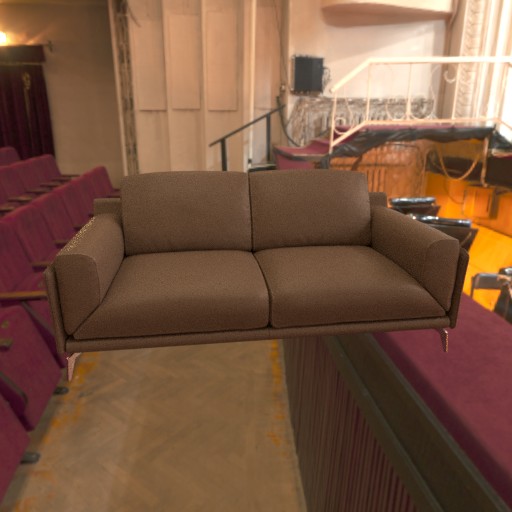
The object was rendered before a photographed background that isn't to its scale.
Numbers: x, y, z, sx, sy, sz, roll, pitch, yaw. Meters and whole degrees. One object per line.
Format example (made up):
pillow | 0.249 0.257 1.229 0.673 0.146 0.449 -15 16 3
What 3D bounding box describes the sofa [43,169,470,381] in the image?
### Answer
sofa | 0.000 0.000 2.647 2.101 0.930 1.049 -2 17 -8
